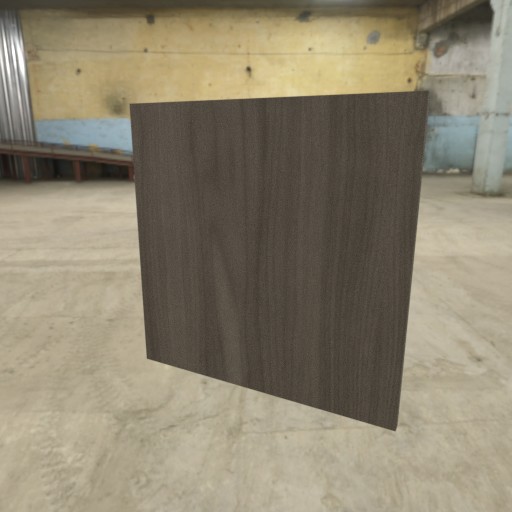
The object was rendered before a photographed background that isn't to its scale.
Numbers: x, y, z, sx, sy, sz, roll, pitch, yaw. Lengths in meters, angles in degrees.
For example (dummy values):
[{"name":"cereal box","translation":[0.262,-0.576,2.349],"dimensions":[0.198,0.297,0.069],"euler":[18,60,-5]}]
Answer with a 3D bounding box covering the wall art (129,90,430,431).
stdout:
[{"name":"wall art","translation":[0.000,0.000,0.755],"dimensions":[0.508,0.507,0.016],"euler":[8,17,27]}]
